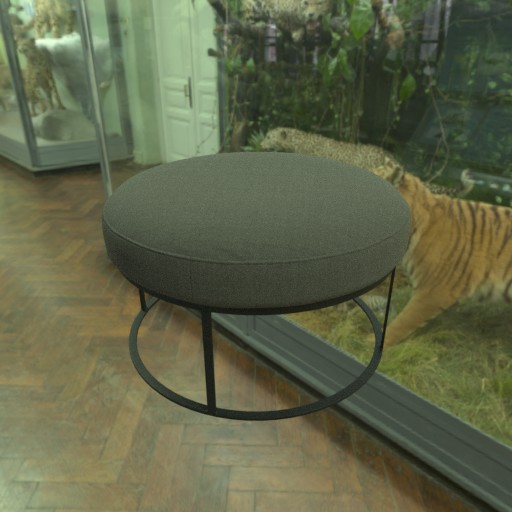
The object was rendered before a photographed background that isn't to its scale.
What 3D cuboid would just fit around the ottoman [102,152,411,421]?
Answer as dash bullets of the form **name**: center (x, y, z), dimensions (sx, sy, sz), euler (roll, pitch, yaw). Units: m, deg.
- **ottoman**: center (0.000, 0.000, 1.213), dimensions (0.772, 0.460, 0.772), euler (0, 26, 0)
